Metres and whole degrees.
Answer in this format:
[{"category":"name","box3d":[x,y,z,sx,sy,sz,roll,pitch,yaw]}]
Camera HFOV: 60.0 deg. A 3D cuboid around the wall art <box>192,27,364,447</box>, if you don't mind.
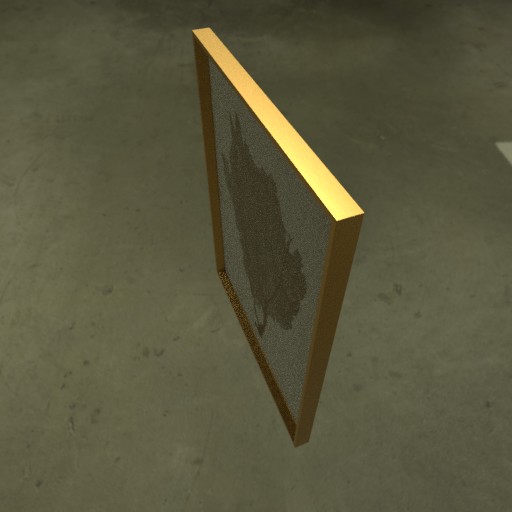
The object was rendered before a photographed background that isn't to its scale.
[{"category":"wall art","box3d":[0.000,0.000,1.000,0.038,0.762,0.610,-16,50,-14]}]
